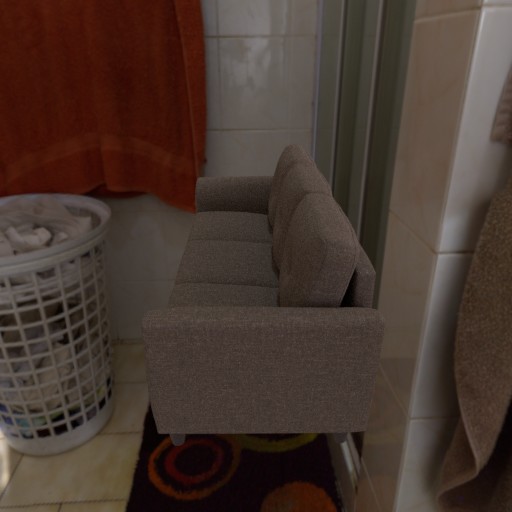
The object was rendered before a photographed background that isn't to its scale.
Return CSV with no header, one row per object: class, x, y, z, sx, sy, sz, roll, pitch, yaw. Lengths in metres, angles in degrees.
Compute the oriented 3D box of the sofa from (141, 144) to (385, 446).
sofa,0.000,0.000,2.363,0.837,0.891,1.847,0,25,-1
